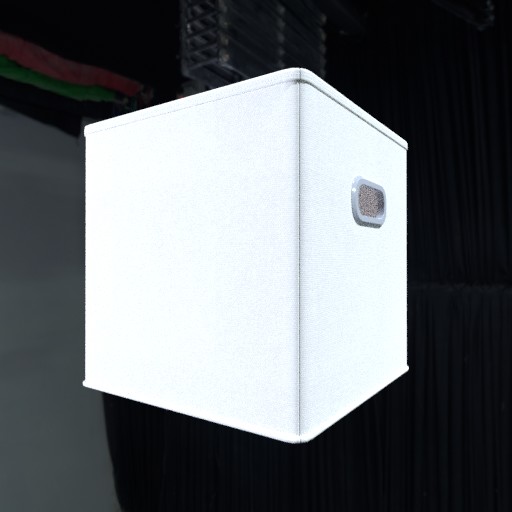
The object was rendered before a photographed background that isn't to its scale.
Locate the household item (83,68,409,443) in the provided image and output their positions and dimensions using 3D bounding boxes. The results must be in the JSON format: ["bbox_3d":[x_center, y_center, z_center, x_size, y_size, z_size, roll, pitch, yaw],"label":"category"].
[{"bbox_3d":[0.000,0.000,0.563,0.305,0.305,0.305,0,0,35],"label":"household item"}]
